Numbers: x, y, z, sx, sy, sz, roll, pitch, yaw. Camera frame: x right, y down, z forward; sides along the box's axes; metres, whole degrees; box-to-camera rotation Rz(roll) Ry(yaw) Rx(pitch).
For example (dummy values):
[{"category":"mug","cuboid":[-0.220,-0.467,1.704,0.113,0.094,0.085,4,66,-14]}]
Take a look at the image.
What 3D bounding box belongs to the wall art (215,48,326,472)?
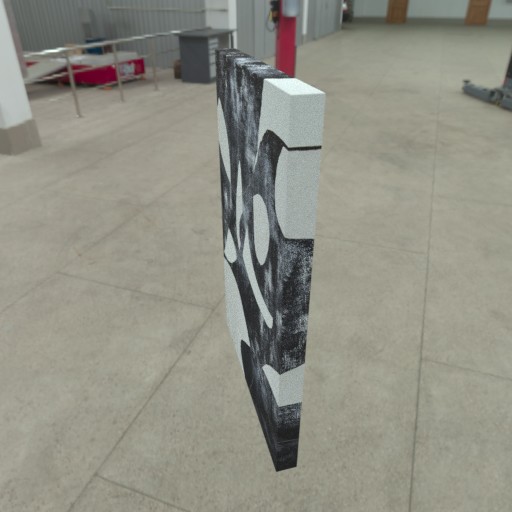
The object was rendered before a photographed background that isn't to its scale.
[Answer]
[{"category":"wall art","cuboid":[0.000,0.000,0.764,0.039,0.610,0.407,-8,32,-13]}]
